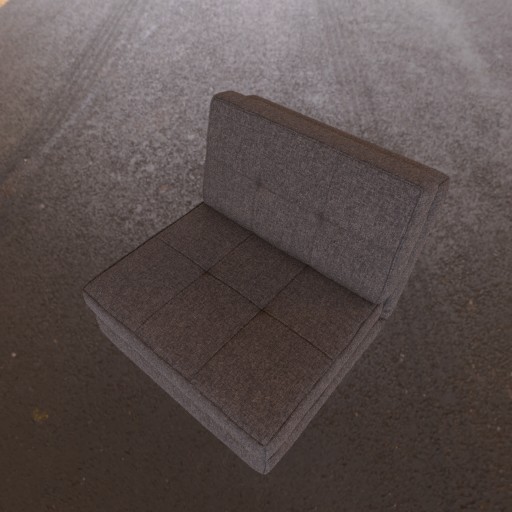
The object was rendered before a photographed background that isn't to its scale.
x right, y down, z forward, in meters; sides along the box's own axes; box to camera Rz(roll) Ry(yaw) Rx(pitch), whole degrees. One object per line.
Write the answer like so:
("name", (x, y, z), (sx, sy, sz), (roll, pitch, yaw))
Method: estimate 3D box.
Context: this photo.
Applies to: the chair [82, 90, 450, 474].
("chair", (0.000, 0.000, 1.310), (0.740, 0.615, 0.800), (32, 55, 26))
